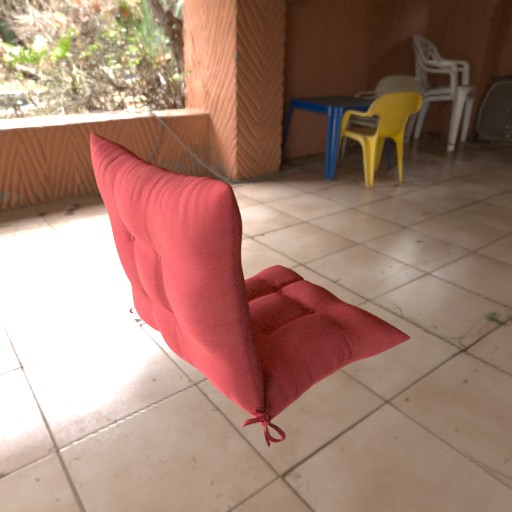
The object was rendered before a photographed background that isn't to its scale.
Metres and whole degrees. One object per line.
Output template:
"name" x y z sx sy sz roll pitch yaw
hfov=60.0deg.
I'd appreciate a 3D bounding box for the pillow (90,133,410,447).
"pillow" 0.000 0.000 1.013 0.585 0.536 0.541 -19 31 -34
